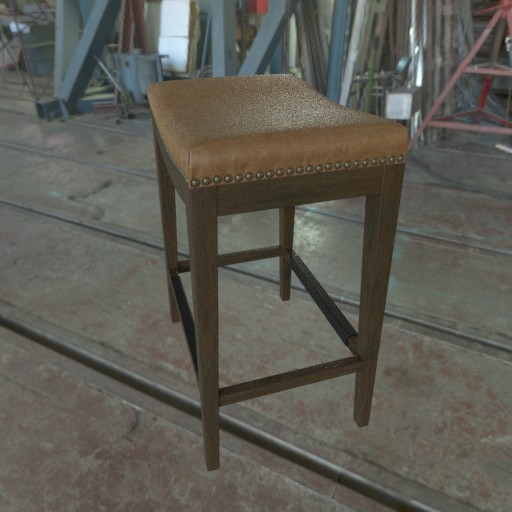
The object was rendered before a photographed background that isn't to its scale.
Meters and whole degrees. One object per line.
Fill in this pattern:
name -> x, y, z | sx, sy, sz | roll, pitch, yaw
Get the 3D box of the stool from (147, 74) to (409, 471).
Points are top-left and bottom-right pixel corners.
stool -> 0.000, 0.000, 0.960 | 0.361, 0.660, 0.500 | -10, 33, -15
